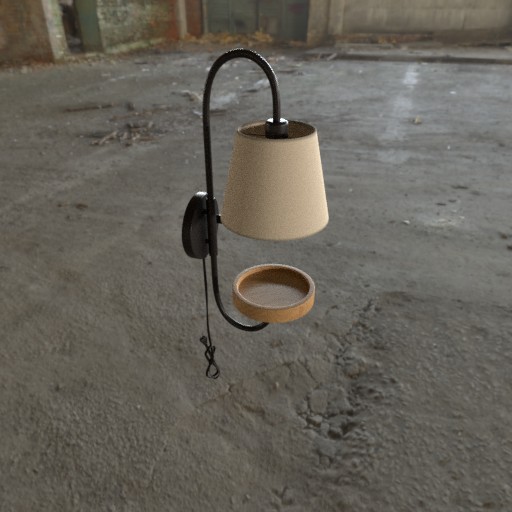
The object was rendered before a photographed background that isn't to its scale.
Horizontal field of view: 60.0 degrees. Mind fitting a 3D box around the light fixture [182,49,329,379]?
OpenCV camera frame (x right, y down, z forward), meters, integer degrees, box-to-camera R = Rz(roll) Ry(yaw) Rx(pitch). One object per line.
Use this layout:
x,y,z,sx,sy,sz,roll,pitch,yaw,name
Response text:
0.000,0.000,0.967,0.299,0.821,0.220,10,32,16,light fixture
